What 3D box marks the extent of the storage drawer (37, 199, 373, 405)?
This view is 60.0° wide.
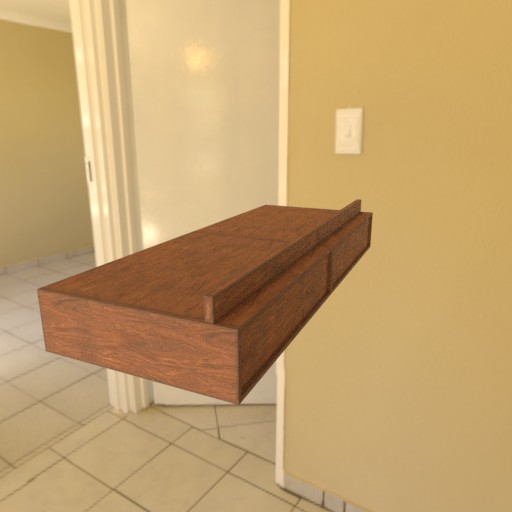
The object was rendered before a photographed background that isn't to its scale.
[{"bbox_3d":[0.000,0.000,2.192,0.774,0.339,1.914,7,17,24],"label":"storage drawer"}]
